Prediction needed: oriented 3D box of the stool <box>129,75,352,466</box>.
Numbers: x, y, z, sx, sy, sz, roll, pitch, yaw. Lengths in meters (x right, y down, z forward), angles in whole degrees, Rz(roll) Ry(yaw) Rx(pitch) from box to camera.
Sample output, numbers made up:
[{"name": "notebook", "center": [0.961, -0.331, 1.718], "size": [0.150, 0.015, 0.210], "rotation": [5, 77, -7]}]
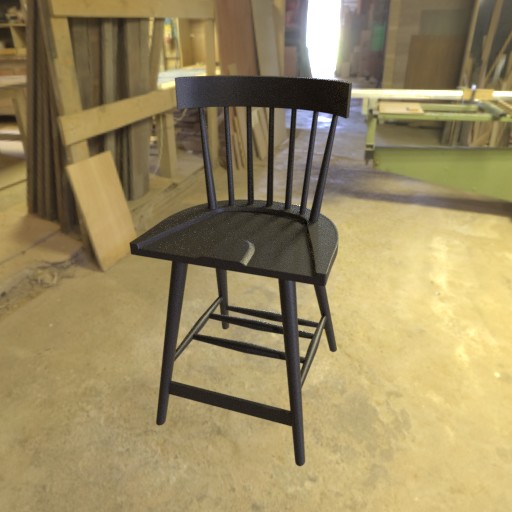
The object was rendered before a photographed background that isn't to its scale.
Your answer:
[{"name": "stool", "center": [0.000, 0.000, 1.292], "size": [0.494, 0.953, 0.549], "rotation": [9, 28, 17]}]
